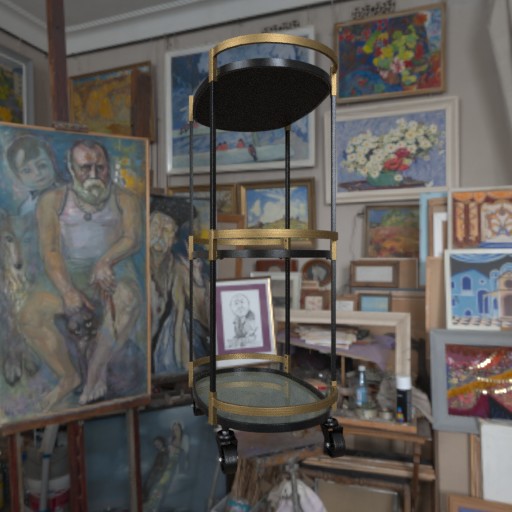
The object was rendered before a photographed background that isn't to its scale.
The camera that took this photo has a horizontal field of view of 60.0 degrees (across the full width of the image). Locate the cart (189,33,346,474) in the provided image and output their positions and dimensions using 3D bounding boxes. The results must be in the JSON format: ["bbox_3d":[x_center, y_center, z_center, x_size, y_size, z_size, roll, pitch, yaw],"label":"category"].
[{"bbox_3d":[0.000,0.000,1.130,0.311,0.885,0.515,0,0,-17],"label":"cart"}]
